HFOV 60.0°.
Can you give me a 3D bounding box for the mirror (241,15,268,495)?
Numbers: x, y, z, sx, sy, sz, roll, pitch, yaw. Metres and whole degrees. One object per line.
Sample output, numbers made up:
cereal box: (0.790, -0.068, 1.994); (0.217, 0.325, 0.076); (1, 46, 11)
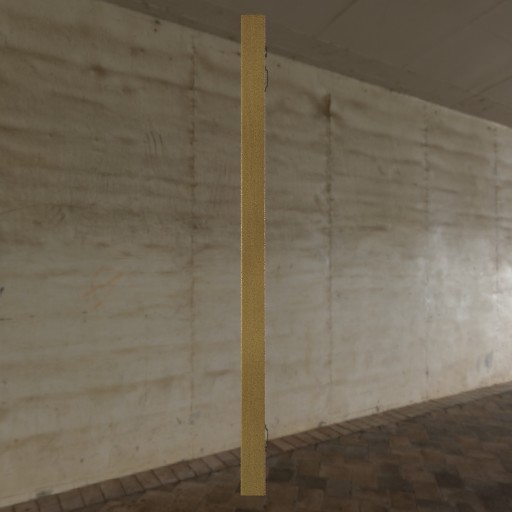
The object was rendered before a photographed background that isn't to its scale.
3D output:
mirror: (0.000, 0.000, 0.908); (0.040, 0.710, 0.507); (0, -1, 0)
